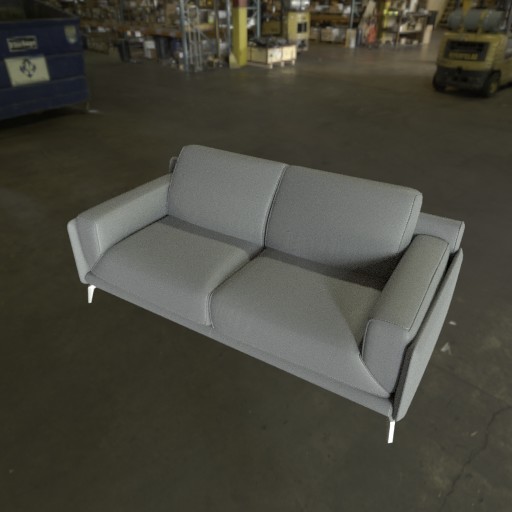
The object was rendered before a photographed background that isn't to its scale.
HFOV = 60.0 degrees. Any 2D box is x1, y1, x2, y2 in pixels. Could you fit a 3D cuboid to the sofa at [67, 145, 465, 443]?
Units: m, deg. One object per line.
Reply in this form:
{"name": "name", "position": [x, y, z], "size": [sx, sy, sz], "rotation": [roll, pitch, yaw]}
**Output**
{"name": "sofa", "position": [0.000, 0.000, 2.580], "size": [2.100, 0.900, 0.969], "rotation": [18, 35, 27]}
